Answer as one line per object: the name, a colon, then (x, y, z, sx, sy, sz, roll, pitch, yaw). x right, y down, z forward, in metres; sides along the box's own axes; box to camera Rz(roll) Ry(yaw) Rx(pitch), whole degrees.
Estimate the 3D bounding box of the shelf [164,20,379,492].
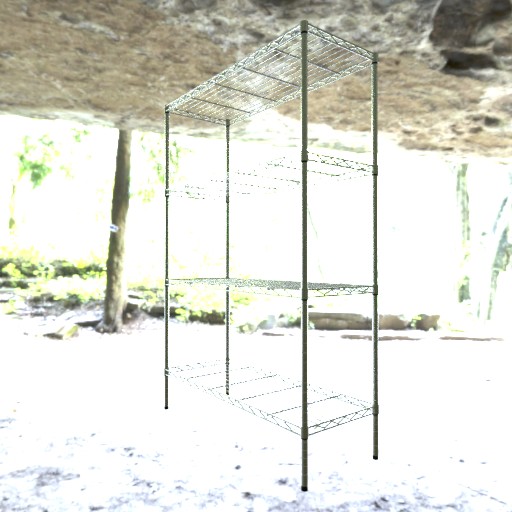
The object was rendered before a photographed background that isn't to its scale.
shelf: (0.000, 0.000, 1.735, 0.352, 1.360, 0.907, 0, -1, -38)
